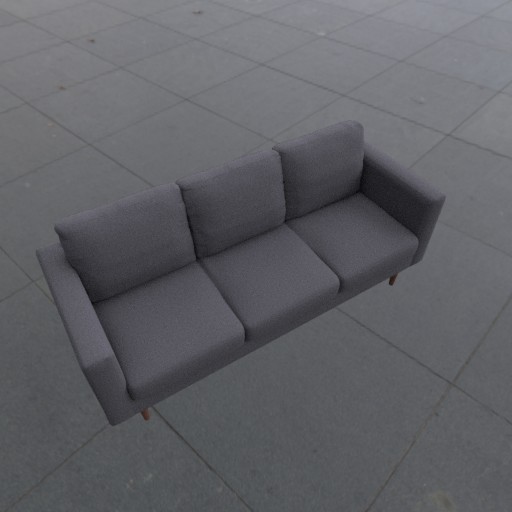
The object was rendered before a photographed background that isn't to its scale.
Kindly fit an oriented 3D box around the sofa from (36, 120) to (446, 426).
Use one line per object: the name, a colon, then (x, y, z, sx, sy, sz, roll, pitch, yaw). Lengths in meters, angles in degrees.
sofa: (0.000, 0.000, 2.444, 2.029, 0.912, 0.802, -24, 50, -22)
